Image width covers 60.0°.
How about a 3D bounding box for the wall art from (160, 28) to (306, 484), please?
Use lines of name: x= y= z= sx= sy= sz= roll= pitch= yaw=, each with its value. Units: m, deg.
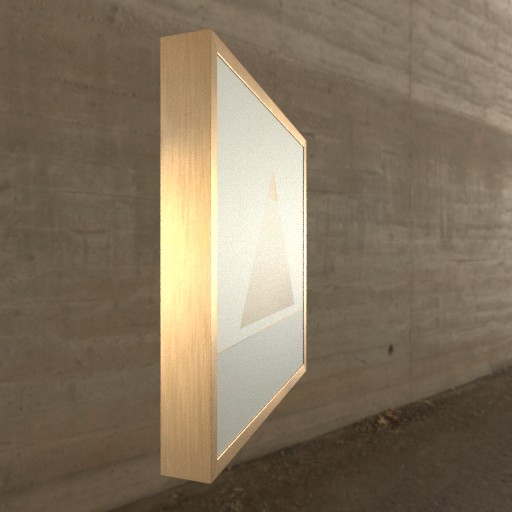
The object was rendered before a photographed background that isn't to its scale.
wall art: x=0.000 y=0.000 z=0.445 sx=0.038 sy=0.303 sz=0.305 roll=0 pitch=0 yaw=18
